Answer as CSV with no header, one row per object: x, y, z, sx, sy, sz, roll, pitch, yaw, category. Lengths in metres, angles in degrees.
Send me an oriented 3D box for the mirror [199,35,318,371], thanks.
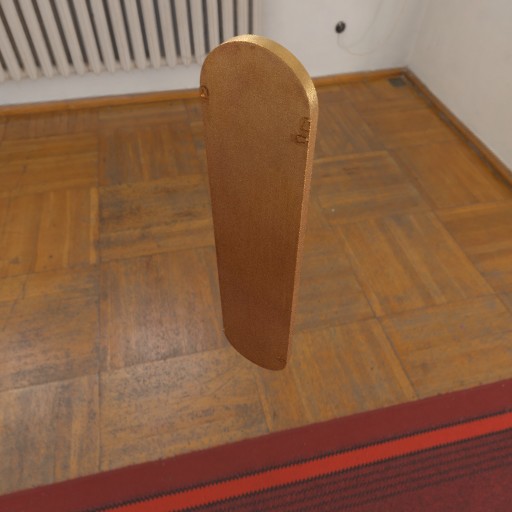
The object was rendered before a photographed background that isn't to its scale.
0.000,0.000,1.050,0.222,0.991,0.032,24,52,21,mirror
